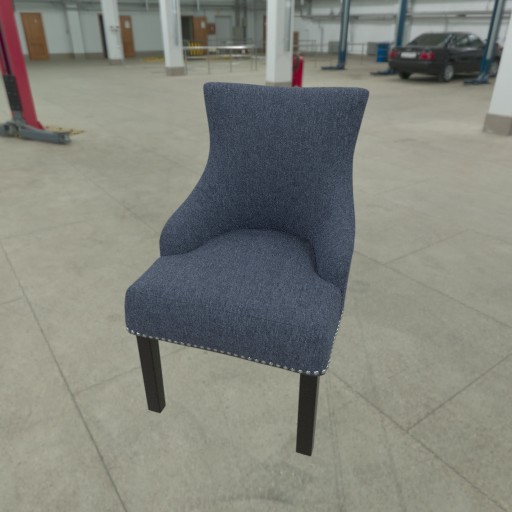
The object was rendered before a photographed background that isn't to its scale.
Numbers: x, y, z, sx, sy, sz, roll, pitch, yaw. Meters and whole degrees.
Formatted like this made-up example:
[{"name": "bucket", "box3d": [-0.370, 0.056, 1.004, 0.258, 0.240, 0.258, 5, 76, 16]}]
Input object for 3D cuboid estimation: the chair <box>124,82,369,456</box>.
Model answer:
[{"name": "chair", "box3d": [0.000, 0.000, 1.319, 0.566, 0.909, 0.629, 9, 29, 17]}]
